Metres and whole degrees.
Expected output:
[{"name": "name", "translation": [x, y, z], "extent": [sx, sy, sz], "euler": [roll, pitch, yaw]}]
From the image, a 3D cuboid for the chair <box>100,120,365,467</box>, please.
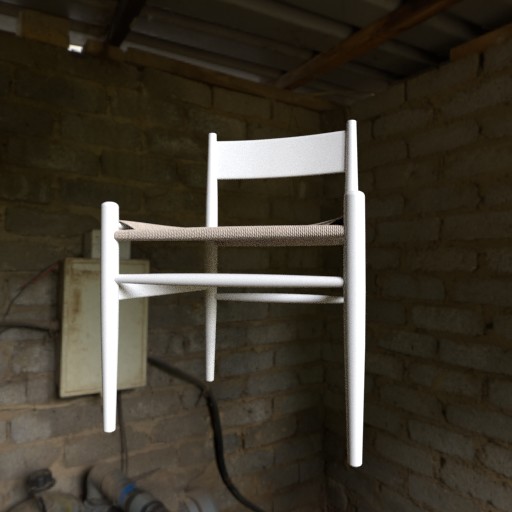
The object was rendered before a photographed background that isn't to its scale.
[{"name": "chair", "translation": [0.000, 0.000, 1.097], "extent": [0.556, 0.762, 0.495], "euler": [0, 0, 18]}]
